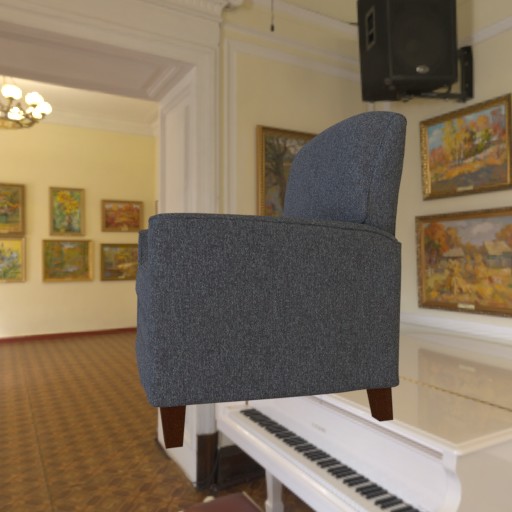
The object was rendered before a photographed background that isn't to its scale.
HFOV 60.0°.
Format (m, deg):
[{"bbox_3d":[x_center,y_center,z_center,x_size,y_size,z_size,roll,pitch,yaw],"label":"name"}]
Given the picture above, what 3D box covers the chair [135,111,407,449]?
[{"bbox_3d":[0.000,0.000,1.627,0.850,1.016,0.839,0,0,-17],"label":"chair"}]
